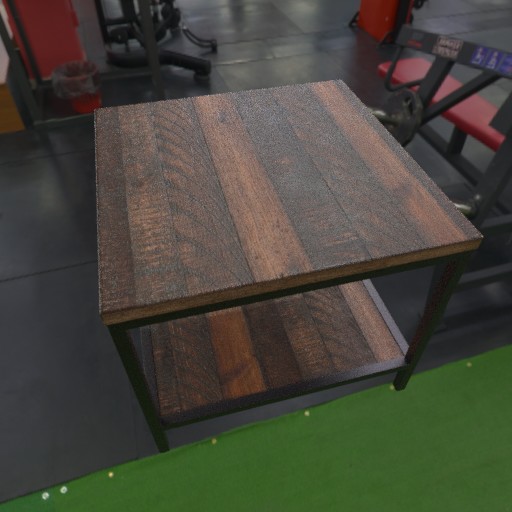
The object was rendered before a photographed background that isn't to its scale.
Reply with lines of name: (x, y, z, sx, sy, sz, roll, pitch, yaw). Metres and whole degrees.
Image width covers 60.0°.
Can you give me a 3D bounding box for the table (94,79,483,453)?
table: (0.000, 0.000, 0.963, 0.553, 0.482, 0.548, -11, 47, -10)
